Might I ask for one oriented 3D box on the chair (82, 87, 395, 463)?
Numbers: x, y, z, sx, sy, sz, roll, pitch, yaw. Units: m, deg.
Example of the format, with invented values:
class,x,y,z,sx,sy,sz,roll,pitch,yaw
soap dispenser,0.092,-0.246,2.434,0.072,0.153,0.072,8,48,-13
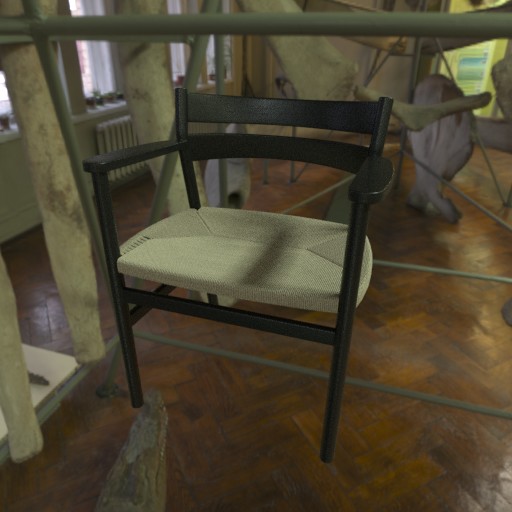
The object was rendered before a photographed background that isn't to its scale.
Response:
class,x,y,z,sx,sy,sz,roll,pitch,yaw
chair,0.000,0.000,1.157,0.630,0.775,0.508,9,29,17
